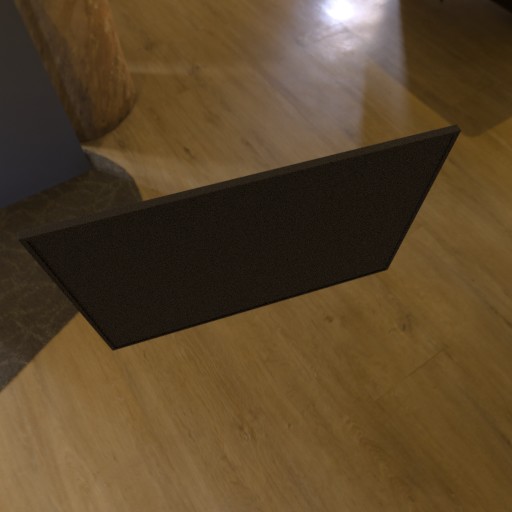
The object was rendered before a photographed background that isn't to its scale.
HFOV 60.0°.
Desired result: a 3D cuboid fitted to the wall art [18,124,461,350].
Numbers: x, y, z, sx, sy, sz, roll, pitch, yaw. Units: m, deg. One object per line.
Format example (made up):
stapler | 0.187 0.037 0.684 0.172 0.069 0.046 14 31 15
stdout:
wall art | 0.000 0.000 1.492 1.190 0.805 0.028 -15 61 -9
